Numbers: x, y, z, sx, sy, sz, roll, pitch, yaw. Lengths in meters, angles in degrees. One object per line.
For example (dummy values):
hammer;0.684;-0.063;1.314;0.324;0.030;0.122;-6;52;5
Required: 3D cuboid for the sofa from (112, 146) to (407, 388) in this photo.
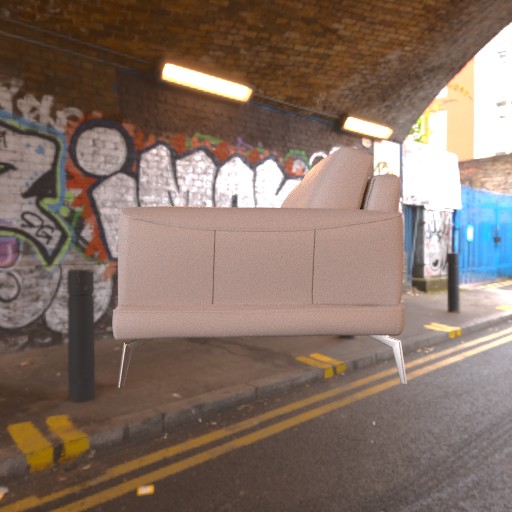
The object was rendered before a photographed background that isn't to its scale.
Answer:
sofa;0.000;0.000;2.474;1.121;0.930;1.819;0;2;-2
